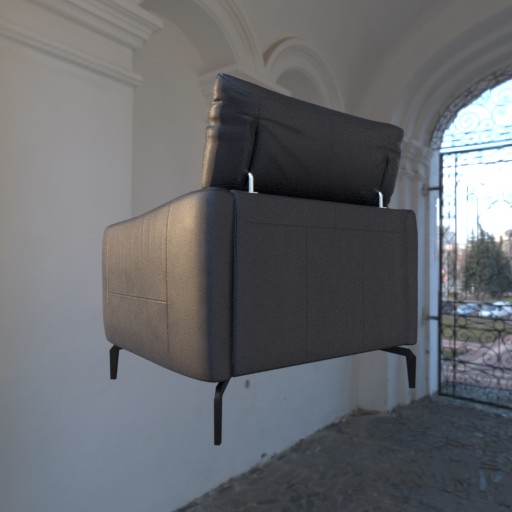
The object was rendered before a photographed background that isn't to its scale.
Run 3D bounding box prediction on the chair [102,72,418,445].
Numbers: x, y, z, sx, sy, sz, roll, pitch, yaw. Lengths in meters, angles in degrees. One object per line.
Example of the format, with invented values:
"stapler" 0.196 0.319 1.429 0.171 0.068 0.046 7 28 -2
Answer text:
"chair" 0.000 0.000 1.664 0.976 0.949 0.809 1 -1 -37
